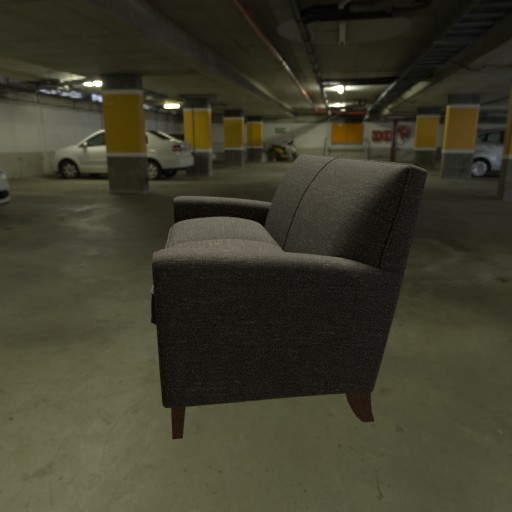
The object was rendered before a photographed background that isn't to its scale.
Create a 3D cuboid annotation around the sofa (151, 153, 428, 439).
[{"bbox_3d":[0.000,0.000,2.084,0.867,0.905,1.509,-2,14,-7],"label":"sofa"}]
